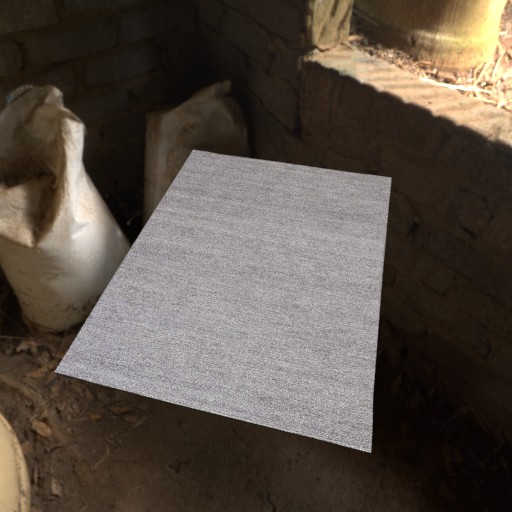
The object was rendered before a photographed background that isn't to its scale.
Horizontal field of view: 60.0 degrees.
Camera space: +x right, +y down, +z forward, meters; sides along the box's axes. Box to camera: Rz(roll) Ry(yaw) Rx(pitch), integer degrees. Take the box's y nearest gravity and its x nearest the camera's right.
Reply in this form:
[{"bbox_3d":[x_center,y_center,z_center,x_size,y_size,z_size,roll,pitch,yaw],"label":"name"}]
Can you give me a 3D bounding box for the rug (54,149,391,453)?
[{"bbox_3d":[0.000,0.000,4.284,2.434,0.045,3.202,11,48,10],"label":"rug"}]
